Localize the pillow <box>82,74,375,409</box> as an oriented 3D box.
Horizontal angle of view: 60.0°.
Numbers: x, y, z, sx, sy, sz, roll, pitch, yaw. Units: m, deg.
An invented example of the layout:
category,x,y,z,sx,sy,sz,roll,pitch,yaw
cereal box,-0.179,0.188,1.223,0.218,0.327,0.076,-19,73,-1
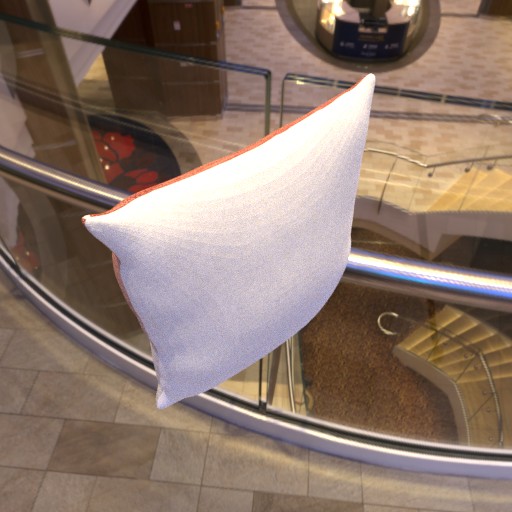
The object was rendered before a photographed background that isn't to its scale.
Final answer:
category,x,y,z,sx,sy,sz,roll,pitch,yaw
pillow,0.000,0.000,0.672,0.440,0.441,0.182,-33,56,-26
